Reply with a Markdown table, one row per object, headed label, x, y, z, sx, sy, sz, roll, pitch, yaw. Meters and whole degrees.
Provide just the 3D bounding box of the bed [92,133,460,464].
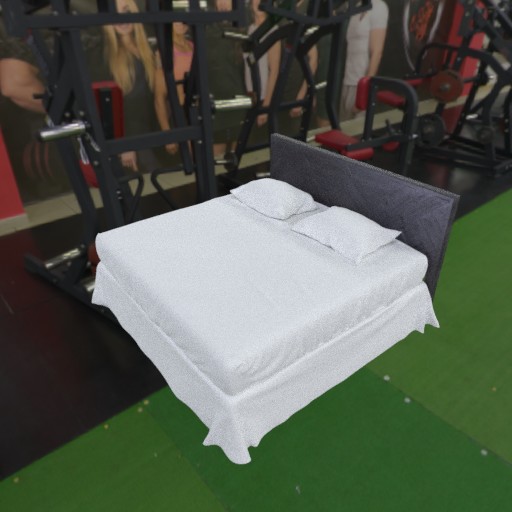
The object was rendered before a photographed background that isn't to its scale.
| label | x | y | z | sx | sy | sz | roll | pitch | yaw |
| --- | --- | --- | --- | --- | --- | --- | --- | --- | --- |
| bed | 0.000 | 0.000 | 3.563 | 2.165 | 1.158 | 2.255 | -22 | 38 | -32 |
